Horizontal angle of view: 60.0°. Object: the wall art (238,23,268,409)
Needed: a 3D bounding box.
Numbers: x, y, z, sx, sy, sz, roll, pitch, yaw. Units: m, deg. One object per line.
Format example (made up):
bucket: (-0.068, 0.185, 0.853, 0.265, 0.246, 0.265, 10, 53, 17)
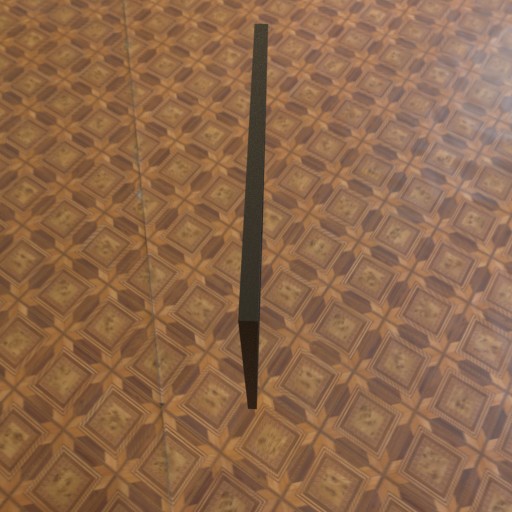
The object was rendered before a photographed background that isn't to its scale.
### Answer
wall art: (0.000, 0.000, 1.439, 0.036, 1.070, 0.802, 2, 63, 1)
